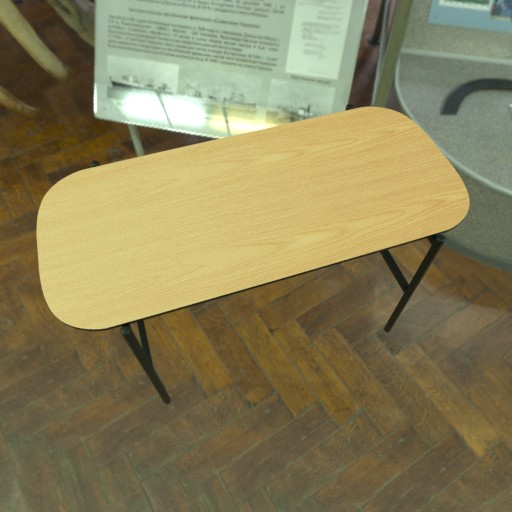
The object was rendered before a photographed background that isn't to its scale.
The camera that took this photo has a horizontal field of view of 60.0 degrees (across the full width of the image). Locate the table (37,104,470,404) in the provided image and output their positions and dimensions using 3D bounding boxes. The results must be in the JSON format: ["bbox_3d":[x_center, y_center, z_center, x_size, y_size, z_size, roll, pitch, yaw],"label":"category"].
[{"bbox_3d":[0.000,0.000,1.007,0.800,0.400,0.400,-15,58,-10],"label":"table"}]
